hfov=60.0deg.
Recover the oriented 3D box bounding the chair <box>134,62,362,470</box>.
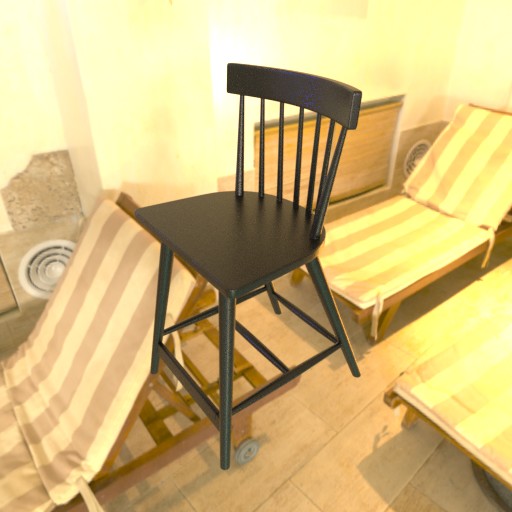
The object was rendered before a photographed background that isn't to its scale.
[{"bbox_3d":[0.000,0.000,1.262,0.572,0.952,0.483,-22,38,-31],"label":"chair"}]
